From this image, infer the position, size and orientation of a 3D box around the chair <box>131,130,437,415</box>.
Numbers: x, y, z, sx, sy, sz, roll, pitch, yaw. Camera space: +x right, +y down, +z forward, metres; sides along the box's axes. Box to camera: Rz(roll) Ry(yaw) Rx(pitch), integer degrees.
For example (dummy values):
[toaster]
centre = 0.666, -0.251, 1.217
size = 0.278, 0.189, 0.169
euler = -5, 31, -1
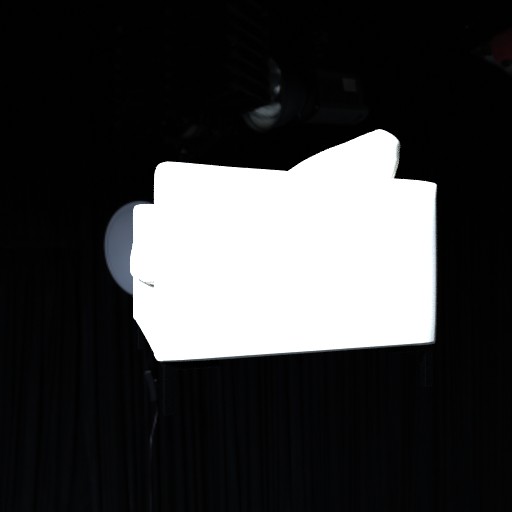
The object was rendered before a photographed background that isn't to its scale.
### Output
[chair]
centre = 0.000, 0.000, 1.654
size = 0.875, 0.806, 0.964
euler = 0, -1, -19
